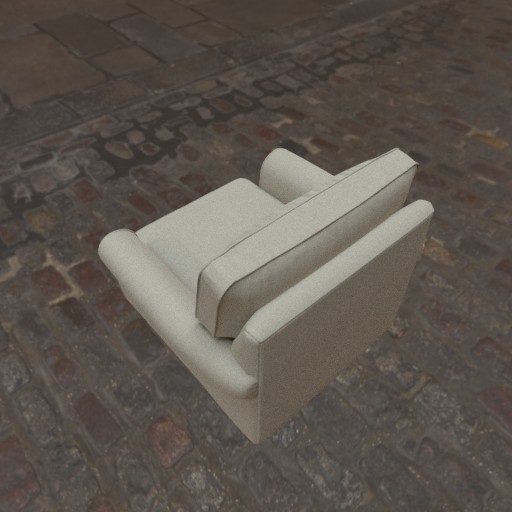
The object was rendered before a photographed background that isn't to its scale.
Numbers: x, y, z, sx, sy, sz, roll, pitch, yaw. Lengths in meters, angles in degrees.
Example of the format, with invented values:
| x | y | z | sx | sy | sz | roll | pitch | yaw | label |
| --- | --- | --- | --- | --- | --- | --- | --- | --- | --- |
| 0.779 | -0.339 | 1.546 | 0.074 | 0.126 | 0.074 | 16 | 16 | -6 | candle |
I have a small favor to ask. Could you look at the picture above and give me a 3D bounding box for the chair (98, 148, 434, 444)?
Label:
| x | y | z | sx | sy | sz | roll | pitch | yaw | label |
| --- | --- | --- | --- | --- | --- | --- | --- | --- | --- |
| 0.000 | 0.000 | 1.805 | 1.029 | 0.967 | 0.966 | -32 | 55 | -27 | chair |
